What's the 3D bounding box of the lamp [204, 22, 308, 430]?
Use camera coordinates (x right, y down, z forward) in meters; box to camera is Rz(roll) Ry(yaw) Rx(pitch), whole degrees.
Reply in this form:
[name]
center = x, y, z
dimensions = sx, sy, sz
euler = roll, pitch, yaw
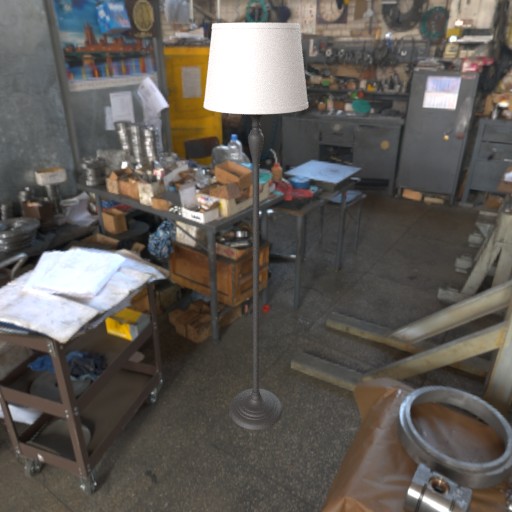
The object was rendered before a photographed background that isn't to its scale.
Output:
[lamp]
center = 0.000, 0.000, 1.623
dimensions = 0.327, 1.506, 0.327
euler = 0, 26, 1
